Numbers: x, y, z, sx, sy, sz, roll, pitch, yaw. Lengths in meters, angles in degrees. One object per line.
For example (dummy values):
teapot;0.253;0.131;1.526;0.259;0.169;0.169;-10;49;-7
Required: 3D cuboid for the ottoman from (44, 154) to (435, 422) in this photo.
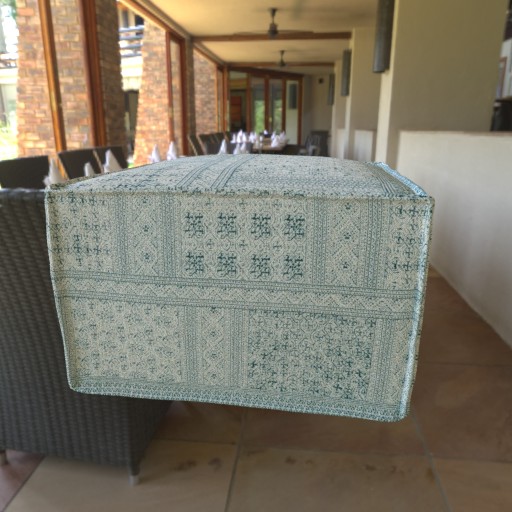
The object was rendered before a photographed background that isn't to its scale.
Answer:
ottoman;0.000;0.000;1.013;0.617;0.439;0.626;2;16;8
